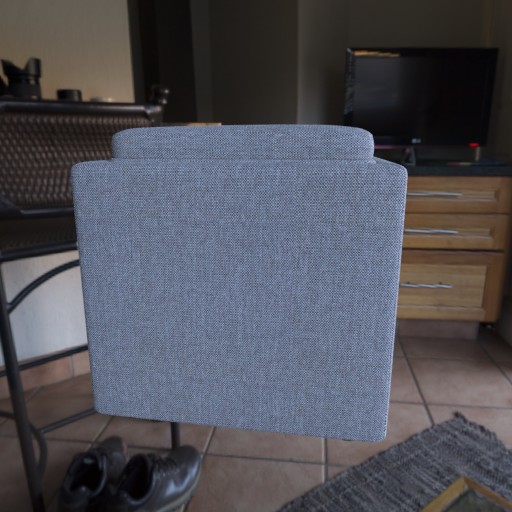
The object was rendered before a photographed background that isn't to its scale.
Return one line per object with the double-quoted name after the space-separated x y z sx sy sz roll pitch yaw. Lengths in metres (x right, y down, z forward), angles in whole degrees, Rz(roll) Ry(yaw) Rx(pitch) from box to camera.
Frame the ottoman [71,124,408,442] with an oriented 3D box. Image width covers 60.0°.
0.000 0.000 0.819 0.450 0.460 0.450 2 14 9 "ottoman"
